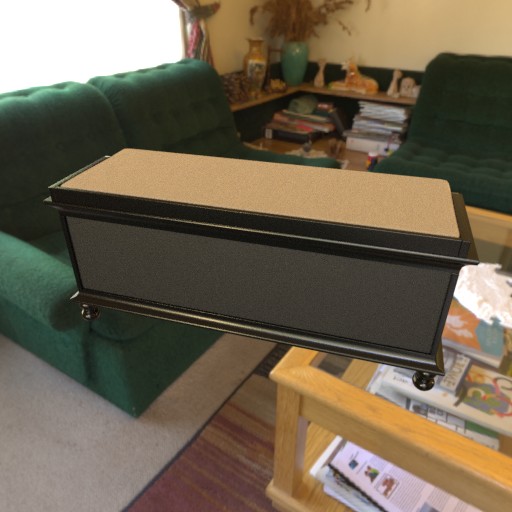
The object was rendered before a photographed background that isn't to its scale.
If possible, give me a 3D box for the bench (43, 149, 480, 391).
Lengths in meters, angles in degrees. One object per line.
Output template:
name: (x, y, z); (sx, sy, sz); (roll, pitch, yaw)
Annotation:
bench: (0.000, 0.000, 1.424); (1.185, 0.501, 0.402); (9, 32, 14)
